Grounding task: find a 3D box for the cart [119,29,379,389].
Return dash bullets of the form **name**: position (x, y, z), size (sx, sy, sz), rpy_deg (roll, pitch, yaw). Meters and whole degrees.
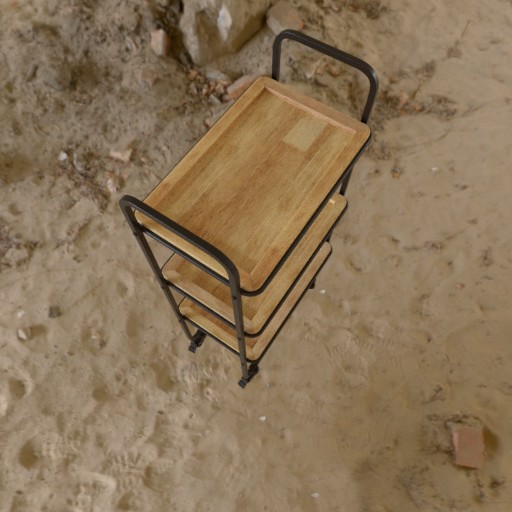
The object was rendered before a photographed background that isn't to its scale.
- **cart**: position (0.000, 0.000, 1.305), size (0.321, 1.080, 0.545), rpy_deg (31, 68, 14)
